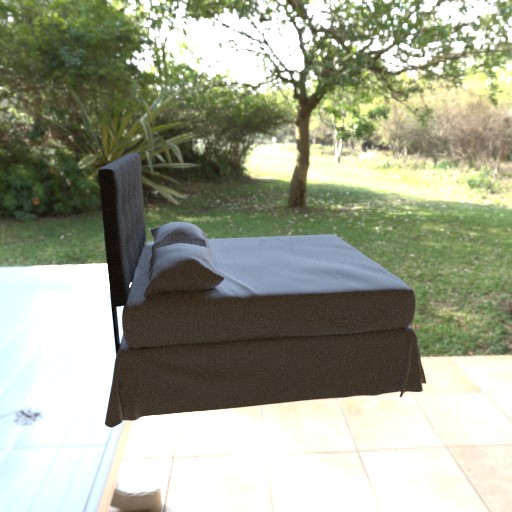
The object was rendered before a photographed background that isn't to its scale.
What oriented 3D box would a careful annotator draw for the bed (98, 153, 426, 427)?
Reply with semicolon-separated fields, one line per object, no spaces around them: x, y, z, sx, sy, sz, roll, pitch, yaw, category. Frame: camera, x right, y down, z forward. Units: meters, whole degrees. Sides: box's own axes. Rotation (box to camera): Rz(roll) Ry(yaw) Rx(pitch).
0.000;0.000;3.609;2.222;1.577;1.936;-3;16;-9;bed
